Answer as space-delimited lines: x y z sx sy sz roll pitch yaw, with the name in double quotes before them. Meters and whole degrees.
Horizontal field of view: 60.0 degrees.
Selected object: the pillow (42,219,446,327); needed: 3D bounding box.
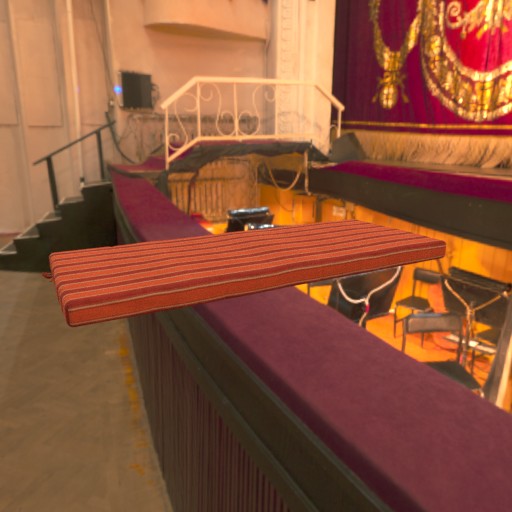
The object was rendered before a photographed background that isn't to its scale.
"pillow" 0.000 0.000 1.372 1.187 0.081 0.492 -8 17 -27
